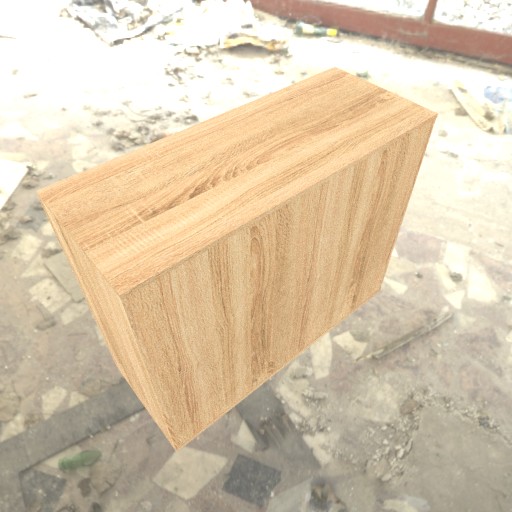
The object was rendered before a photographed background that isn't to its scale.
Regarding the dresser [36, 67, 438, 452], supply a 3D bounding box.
[{"bbox_3d":[0.000,0.000,1.576,1.100,0.900,0.450,-32,55,-26],"label":"dresser"}]
